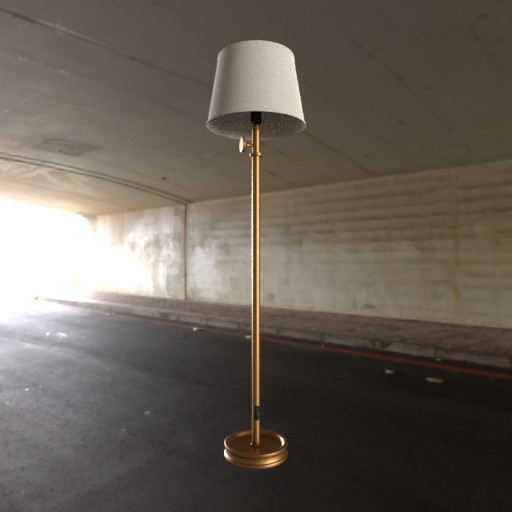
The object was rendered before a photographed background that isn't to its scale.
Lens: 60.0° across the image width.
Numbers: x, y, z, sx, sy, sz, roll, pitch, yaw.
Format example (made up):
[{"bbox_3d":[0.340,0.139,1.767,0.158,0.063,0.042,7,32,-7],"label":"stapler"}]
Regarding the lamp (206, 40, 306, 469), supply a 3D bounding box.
[{"bbox_3d":[0.000,0.000,0.796,0.178,0.710,0.178,0,0,0],"label":"lamp"}]
